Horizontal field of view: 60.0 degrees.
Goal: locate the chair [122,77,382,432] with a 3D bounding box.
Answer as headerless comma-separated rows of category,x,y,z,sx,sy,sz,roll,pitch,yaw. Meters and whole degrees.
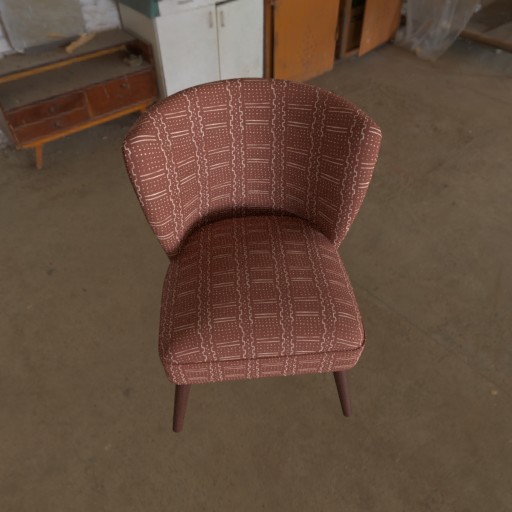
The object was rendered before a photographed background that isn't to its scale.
chair,0.000,0.000,1.443,0.706,0.866,0.758,-4,46,-4
